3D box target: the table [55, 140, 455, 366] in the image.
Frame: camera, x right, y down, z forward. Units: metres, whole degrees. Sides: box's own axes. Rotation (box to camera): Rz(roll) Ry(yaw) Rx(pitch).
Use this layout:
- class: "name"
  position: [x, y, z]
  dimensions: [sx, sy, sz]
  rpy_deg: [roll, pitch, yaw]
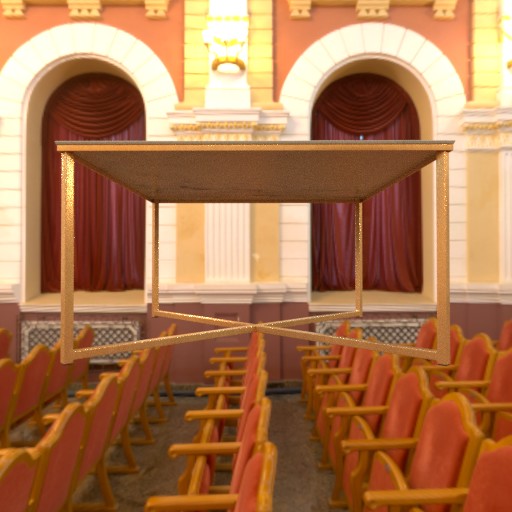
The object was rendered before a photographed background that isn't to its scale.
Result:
- class: "table"
  position: [0.000, 0.000, 1.281]
  dimensions: [0.800, 0.450, 0.800]
  rpy_deg: [0, -1, 0]
